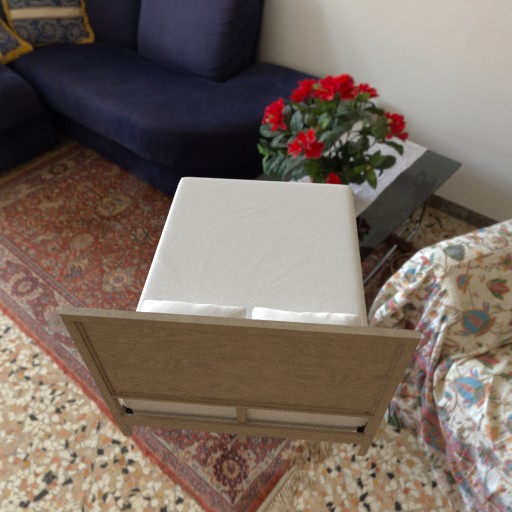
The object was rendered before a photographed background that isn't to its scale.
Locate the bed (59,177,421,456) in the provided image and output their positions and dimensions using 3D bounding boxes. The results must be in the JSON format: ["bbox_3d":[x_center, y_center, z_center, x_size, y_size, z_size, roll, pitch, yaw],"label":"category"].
[{"bbox_3d":[0.000,0.000,3.206,1.606,1.369,2.189,3,46,3],"label":"bed"}]
